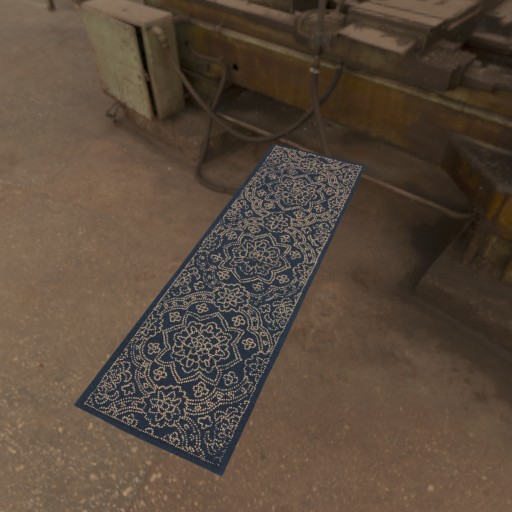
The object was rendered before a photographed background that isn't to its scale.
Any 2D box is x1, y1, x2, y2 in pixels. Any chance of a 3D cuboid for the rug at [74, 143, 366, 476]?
[{"bbox_3d":[0.000,0.000,2.712,0.769,0.012,2.448,18,48,16],"label":"rug"}]
